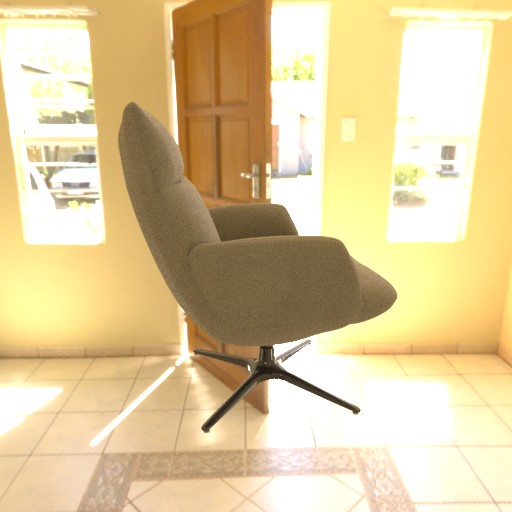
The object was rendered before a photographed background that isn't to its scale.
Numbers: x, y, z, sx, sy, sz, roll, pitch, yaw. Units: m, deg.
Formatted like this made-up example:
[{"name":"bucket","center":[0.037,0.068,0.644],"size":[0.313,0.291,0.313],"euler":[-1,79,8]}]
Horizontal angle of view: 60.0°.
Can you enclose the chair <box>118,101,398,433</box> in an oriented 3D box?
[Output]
[{"name":"chair","center":[0.000,0.000,1.603],"size":[0.889,1.016,0.711],"euler":[-3,16,-10]}]
